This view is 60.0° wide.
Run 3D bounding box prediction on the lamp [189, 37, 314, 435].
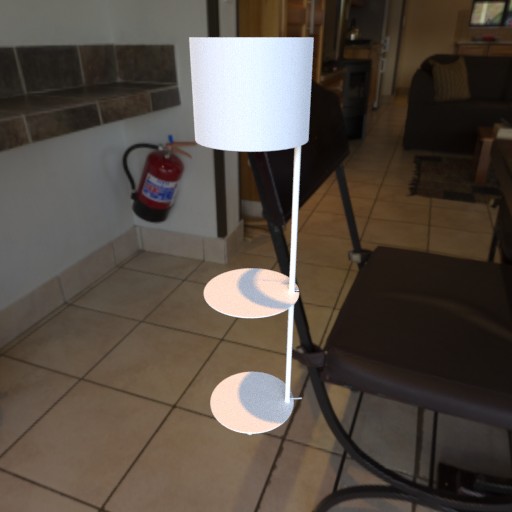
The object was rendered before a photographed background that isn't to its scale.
[{"bbox_3d":[0.000,0.000,1.657,0.405,1.465,0.372,1,26,1],"label":"lamp"}]
